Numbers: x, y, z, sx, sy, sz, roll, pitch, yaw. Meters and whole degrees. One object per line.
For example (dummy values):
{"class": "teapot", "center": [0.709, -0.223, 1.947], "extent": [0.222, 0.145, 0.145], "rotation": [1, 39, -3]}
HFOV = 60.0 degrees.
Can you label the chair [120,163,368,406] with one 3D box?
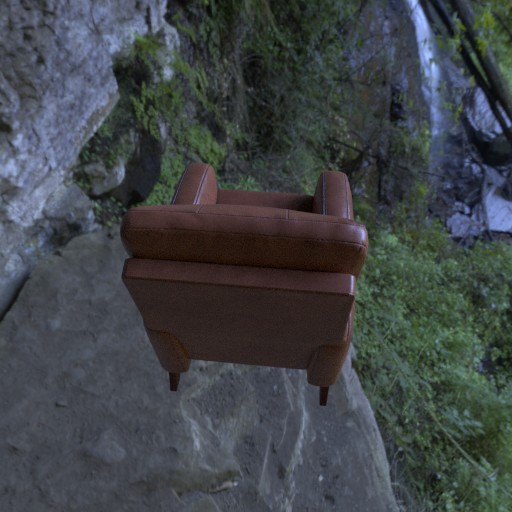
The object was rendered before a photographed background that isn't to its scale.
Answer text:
{"class": "chair", "center": [0.000, 0.000, 1.730], "extent": [0.762, 0.990, 0.990], "rotation": [4, 46, 4]}
